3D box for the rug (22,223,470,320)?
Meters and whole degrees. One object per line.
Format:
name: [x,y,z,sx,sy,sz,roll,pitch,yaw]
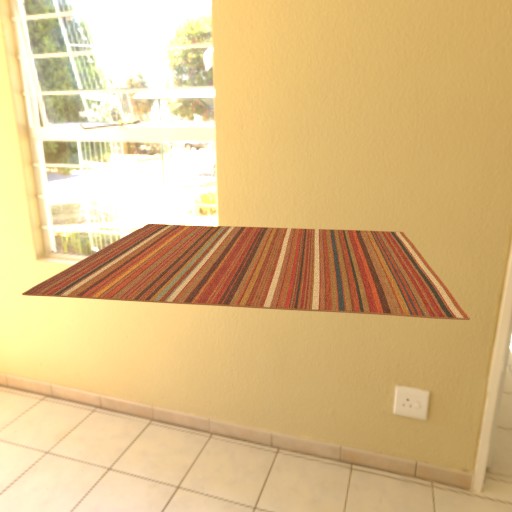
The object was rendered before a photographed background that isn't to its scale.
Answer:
rug: [0.000,0.000,4.162,3.092,0.023,2.479,2,16,8]
